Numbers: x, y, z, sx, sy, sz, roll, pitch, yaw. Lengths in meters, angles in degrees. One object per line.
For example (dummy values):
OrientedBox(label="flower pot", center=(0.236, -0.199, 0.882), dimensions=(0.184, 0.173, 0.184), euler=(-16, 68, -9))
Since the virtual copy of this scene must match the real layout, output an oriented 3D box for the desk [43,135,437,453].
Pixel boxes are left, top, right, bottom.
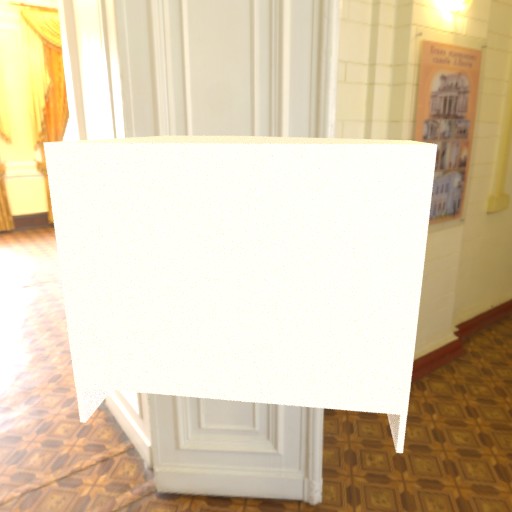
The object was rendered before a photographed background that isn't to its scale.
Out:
OrientedBox(label="desk", center=(0.000, 0.000, 1.596), dimensions=(0.940, 0.818, 0.926), euler=(2, 16, 8))
